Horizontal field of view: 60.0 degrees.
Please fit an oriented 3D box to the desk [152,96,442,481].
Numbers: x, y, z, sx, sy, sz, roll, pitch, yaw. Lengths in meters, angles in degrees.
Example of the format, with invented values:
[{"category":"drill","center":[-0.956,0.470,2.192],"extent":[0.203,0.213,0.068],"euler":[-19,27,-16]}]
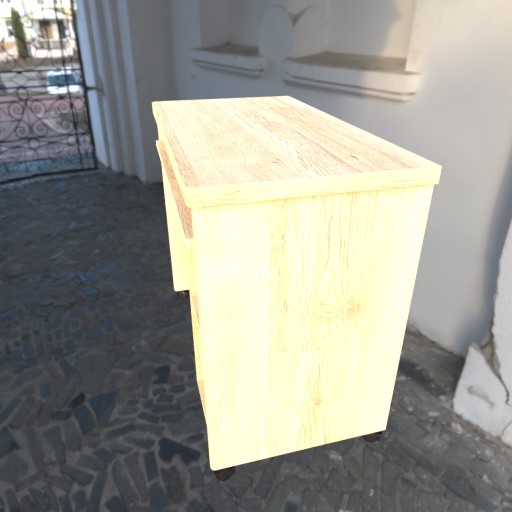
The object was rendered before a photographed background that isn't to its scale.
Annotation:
[{"category":"desk","center":[0.000,0.000,1.329],"extent":[0.480,0.770,0.885],"euler":[-7,29,-13]}]
